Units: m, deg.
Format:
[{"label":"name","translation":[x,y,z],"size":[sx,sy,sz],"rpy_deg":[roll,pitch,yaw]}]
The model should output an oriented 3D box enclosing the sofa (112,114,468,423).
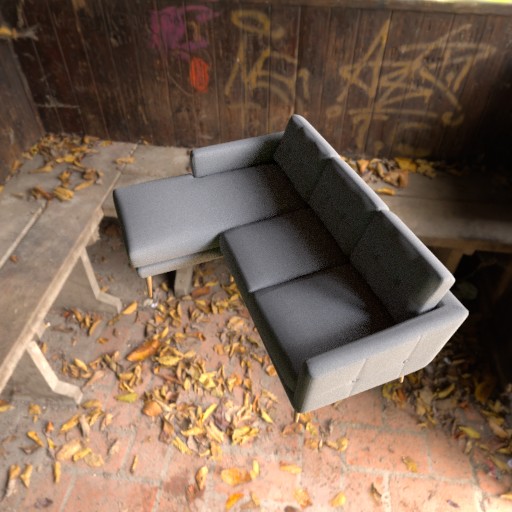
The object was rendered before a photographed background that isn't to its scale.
[{"label":"sofa","translation":[0.000,0.000,2.815],"size":[1.530,0.860,2.040],"rpy_deg":[-15,47,-15]}]
